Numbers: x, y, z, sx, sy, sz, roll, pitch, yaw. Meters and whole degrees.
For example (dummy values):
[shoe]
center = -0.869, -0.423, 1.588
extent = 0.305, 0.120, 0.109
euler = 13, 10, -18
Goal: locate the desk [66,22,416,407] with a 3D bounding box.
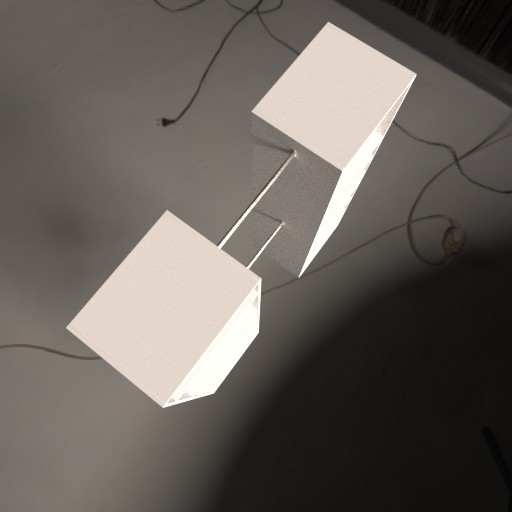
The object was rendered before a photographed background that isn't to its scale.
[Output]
[desk]
center = 0.000, 0.000, 2.798
extent = 0.480, 2.000, 1.770
euler = 36, 77, 9
